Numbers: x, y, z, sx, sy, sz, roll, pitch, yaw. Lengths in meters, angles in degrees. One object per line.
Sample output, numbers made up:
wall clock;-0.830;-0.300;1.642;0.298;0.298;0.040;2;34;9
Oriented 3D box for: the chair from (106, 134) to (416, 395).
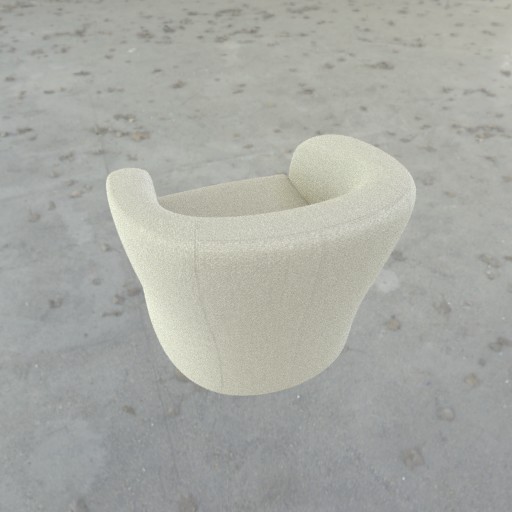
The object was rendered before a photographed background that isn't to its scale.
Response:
chair;0.000;0.000;1.403;0.791;0.771;0.815;-13;43;-15
